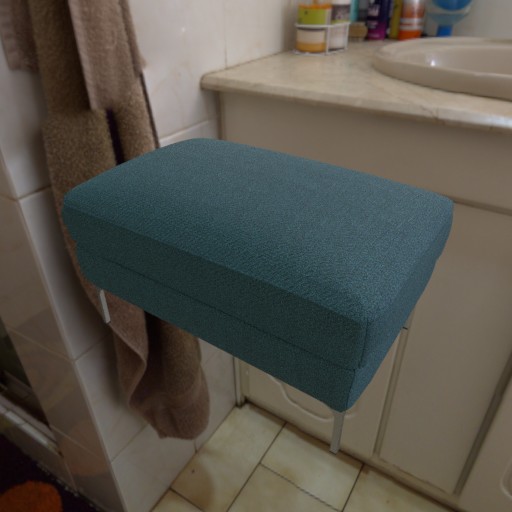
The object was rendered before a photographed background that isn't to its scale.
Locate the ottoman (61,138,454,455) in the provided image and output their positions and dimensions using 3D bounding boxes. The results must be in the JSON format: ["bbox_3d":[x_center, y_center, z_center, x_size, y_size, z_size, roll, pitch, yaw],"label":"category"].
[{"bbox_3d":[0.000,0.000,1.198,0.856,0.498,0.563,20,38,28],"label":"ottoman"}]
